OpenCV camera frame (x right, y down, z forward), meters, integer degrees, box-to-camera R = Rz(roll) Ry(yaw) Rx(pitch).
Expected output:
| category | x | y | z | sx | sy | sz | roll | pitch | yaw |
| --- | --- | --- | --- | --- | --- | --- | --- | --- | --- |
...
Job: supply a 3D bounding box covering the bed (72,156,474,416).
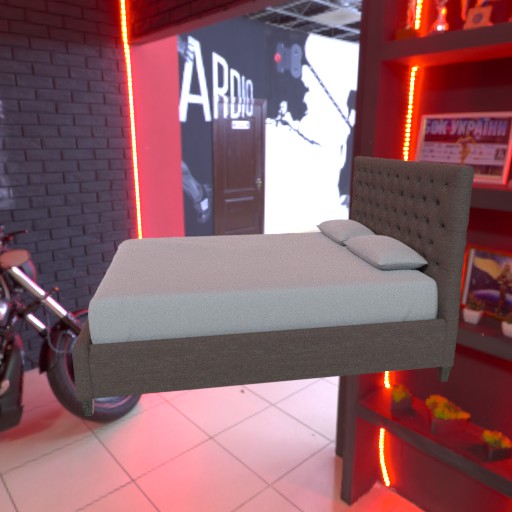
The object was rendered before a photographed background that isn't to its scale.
| category | x | y | z | sx | sy | sz | roll | pitch | yaw |
| --- | --- | --- | --- | --- | --- | --- | --- | --- | --- |
| bed | 0.000 | 0.000 | 3.389 | 2.387 | 1.427 | 1.698 | -2 | 15 | -9 |
